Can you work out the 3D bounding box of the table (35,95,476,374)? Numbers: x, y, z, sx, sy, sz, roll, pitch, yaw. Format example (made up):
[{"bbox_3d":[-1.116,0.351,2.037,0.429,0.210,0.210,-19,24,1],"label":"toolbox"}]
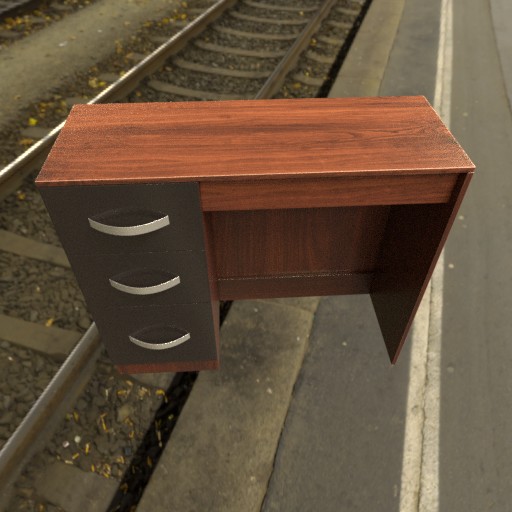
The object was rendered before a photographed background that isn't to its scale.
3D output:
[{"bbox_3d":[0.000,0.000,1.319,0.930,0.790,0.380,-2,45,-2],"label":"table"}]
